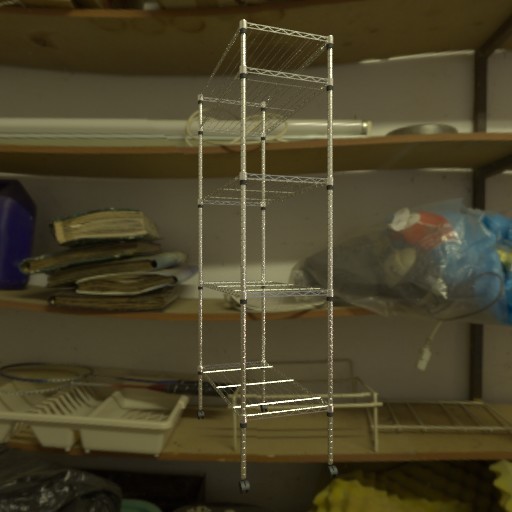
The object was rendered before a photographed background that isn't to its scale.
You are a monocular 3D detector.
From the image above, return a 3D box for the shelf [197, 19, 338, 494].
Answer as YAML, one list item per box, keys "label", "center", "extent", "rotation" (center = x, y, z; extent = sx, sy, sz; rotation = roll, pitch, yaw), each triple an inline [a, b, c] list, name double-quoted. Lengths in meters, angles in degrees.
- label: "shelf"
  center: [0.000, 0.000, 1.879]
  extent: [0.356, 1.587, 0.762]
  rotation: [0, 0, -19]
